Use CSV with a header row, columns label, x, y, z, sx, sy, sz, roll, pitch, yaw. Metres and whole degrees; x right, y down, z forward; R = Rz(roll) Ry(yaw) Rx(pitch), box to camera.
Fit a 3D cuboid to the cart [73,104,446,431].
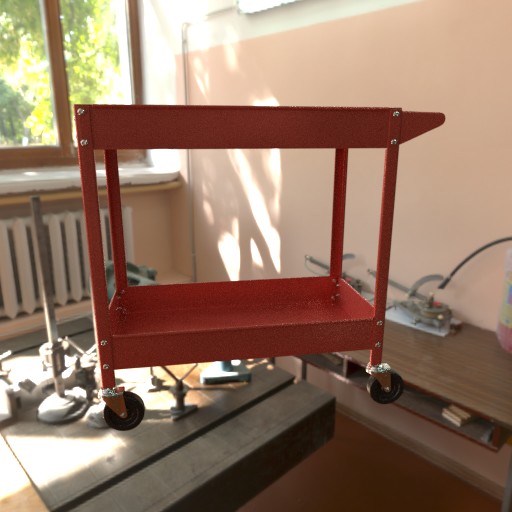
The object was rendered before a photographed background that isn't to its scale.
label,x,y,z,sx,sy,sz,roll,pitch,yaw
cart,0.000,0.000,1.151,0.779,0.719,0.366,-2,15,-9
